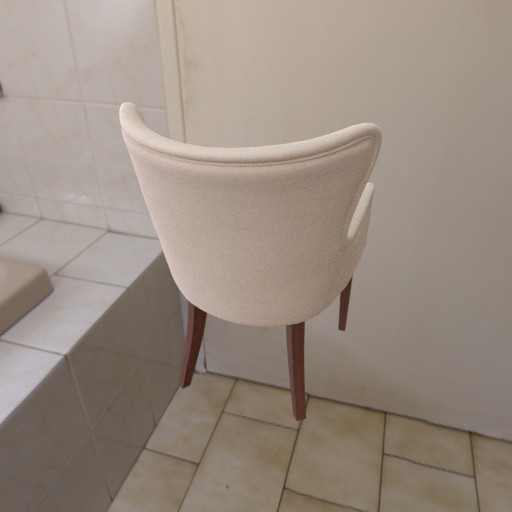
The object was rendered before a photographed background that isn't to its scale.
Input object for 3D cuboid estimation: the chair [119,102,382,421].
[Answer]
[{"bbox_3d":[0.000,0.000,1.456,0.696,0.990,0.744,10,33,16],"label":"chair"}]
